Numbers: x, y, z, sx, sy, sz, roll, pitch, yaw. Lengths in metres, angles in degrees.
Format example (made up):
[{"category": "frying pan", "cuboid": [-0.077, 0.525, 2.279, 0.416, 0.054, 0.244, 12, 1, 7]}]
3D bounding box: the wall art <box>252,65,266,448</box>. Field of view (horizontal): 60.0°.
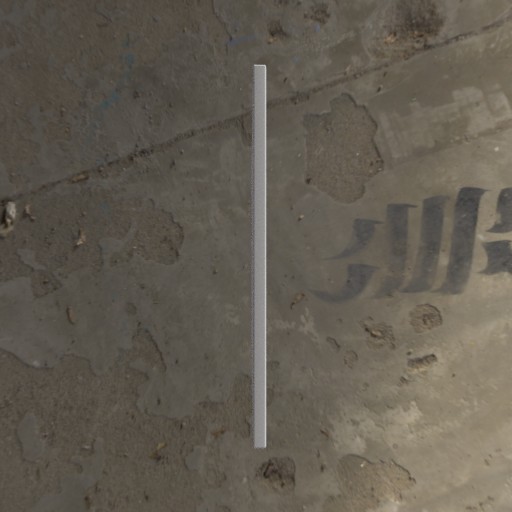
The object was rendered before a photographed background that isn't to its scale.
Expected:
[{"category": "wall art", "cuboid": [0.000, 0.000, 0.620, 0.011, 0.482, 0.329, 0, 90, -1]}]
